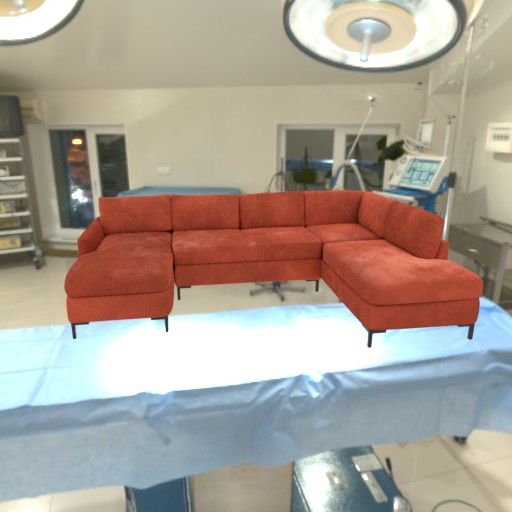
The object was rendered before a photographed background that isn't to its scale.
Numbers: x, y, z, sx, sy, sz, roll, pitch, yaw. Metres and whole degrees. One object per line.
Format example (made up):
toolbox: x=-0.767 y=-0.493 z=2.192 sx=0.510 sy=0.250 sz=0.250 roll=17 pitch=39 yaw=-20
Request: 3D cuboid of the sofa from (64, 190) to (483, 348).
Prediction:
sofa: x=0.000 y=0.000 z=3.809 sx=2.971 sy=0.858 sz=1.981 roll=-3 pitch=17 yaw=-9
